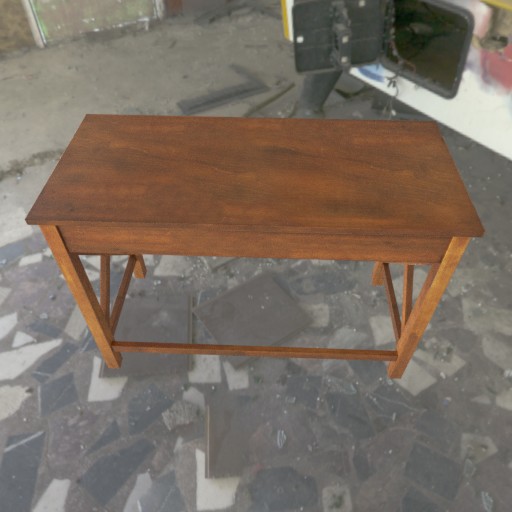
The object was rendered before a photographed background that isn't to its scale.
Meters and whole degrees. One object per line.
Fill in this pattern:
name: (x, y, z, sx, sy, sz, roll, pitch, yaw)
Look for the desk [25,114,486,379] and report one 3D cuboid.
desk: (0.000, 0.000, 1.524, 1.117, 0.762, 0.508, 2, 47, 2)
